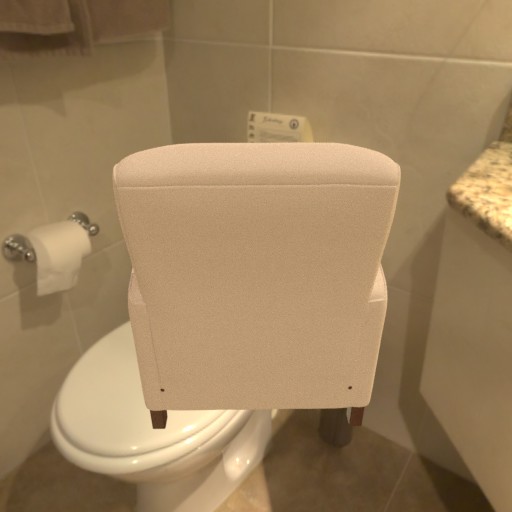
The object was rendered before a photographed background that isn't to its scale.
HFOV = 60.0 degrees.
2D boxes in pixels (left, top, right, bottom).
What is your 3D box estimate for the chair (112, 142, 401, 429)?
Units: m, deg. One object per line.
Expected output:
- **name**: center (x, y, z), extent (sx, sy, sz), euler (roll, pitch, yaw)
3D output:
- **chair**: center (0.000, 0.000, 1.620), extent (0.841, 1.028, 0.858), euler (-1, 30, -1)
